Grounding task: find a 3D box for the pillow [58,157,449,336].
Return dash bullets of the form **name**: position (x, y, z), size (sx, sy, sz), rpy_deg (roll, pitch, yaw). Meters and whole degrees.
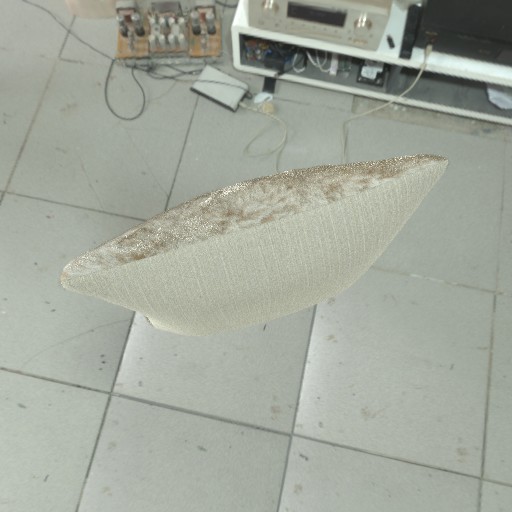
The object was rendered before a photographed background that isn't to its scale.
- **pillow**: position (0.000, 0.000, 0.813), size (0.538, 0.525, 0.216), rpy_deg (-17, 75, -5)
